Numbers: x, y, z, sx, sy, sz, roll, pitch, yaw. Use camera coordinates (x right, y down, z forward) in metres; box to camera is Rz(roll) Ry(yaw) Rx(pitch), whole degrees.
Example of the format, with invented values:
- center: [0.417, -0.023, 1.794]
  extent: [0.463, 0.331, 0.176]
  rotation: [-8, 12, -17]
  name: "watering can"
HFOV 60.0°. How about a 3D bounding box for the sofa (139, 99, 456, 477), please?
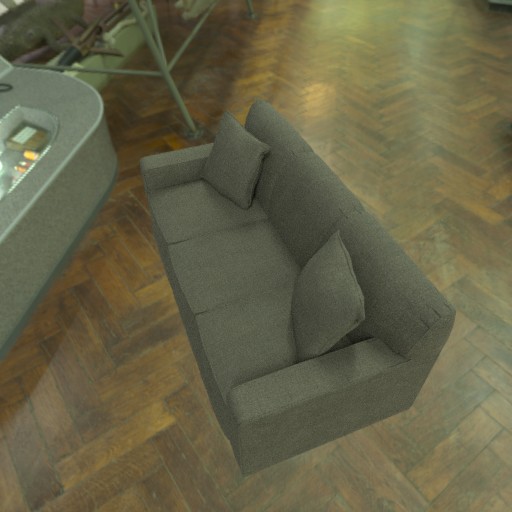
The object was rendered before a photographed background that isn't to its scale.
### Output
- center: [0.000, 0.000, 2.580]
  extent: [0.997, 0.958, 2.024]
  rotation: [-16, 47, -15]
  name: "sofa"
